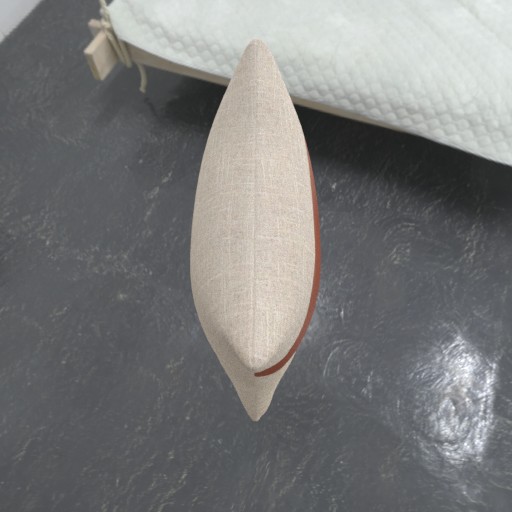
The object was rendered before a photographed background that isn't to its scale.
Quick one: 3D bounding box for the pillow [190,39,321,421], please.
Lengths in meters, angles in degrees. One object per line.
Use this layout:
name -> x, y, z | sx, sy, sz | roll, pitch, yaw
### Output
pillow -> 0.000, 0.000, 0.638 | 0.173, 0.399, 0.414 | 1, 63, 0
